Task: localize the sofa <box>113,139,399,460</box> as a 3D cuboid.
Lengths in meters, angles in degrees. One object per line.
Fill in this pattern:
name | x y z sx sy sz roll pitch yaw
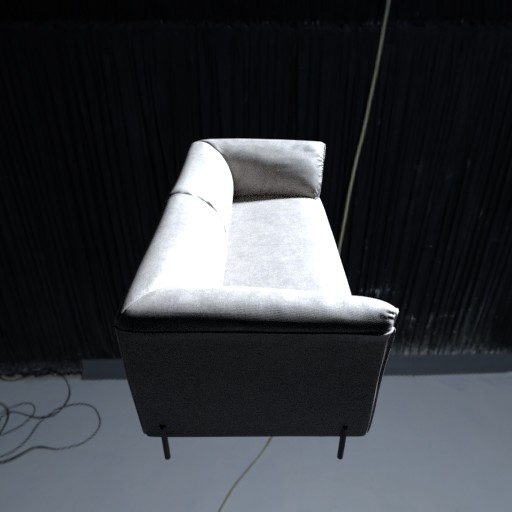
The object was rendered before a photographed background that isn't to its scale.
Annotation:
sofa | 0.000 0.000 2.323 0.905 0.747 1.878 0 31 0
